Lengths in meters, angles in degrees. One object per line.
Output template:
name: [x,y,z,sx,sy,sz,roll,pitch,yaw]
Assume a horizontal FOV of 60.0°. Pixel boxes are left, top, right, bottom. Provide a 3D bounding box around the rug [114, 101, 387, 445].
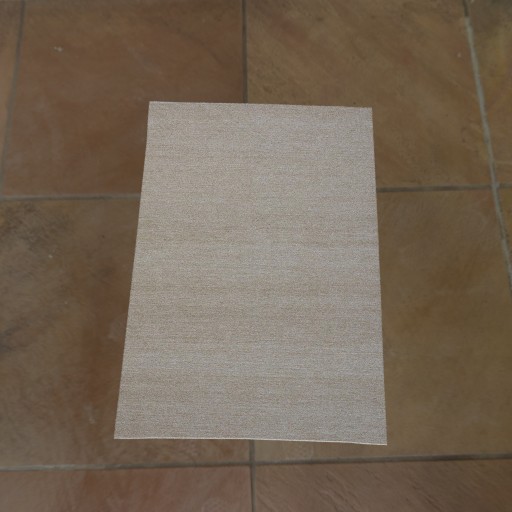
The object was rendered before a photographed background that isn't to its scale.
rug: [0.000,0.000,3.656,2.032,0.038,2.869,2,75,0]
